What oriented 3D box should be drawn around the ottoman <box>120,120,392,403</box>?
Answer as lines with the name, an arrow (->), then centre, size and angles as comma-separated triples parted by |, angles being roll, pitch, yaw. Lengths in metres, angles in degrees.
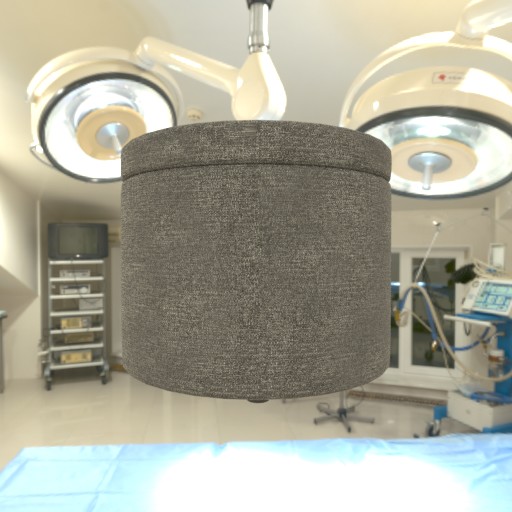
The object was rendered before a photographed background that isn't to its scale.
ottoman -> 0.000, 0.000, 0.855 | 0.500, 0.419, 0.500 | 0, 1, 0
